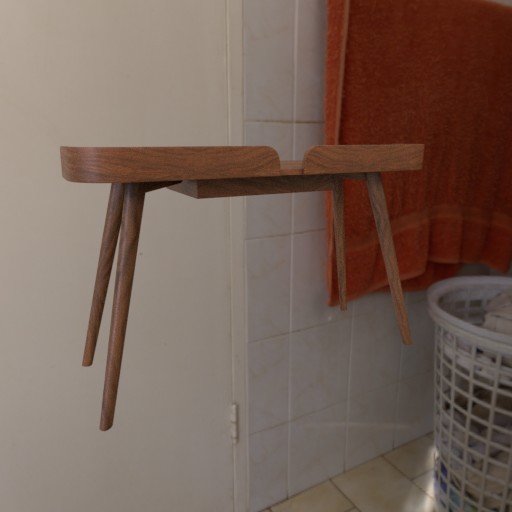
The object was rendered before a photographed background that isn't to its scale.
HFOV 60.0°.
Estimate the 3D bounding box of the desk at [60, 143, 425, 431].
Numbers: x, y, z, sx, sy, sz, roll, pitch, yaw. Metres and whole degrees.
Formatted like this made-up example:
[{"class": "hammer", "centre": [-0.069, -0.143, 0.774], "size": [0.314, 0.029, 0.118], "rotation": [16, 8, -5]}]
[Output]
[{"class": "desk", "centre": [0.000, 0.000, 1.642], "size": [1.256, 0.800, 0.486], "rotation": [-8, 17, -26]}]
